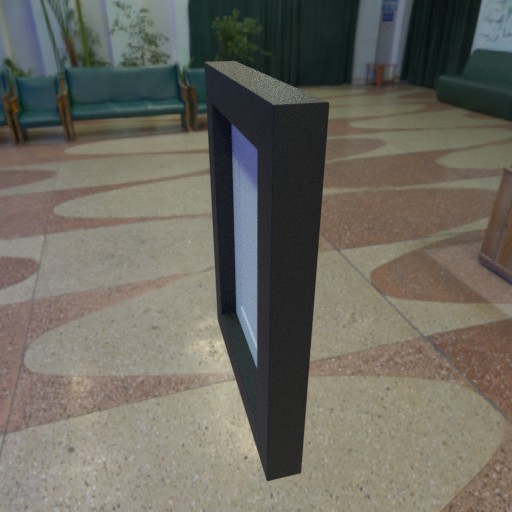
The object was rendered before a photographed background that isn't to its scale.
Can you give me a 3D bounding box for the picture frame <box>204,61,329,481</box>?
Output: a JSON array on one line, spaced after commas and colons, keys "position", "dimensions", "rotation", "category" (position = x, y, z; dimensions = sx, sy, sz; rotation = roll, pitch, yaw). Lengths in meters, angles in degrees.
[{"position": [0.000, 0.000, 0.274], "dimensions": [0.028, 0.208, 0.157], "rotation": [-7, 30, -13], "category": "picture frame"}]
